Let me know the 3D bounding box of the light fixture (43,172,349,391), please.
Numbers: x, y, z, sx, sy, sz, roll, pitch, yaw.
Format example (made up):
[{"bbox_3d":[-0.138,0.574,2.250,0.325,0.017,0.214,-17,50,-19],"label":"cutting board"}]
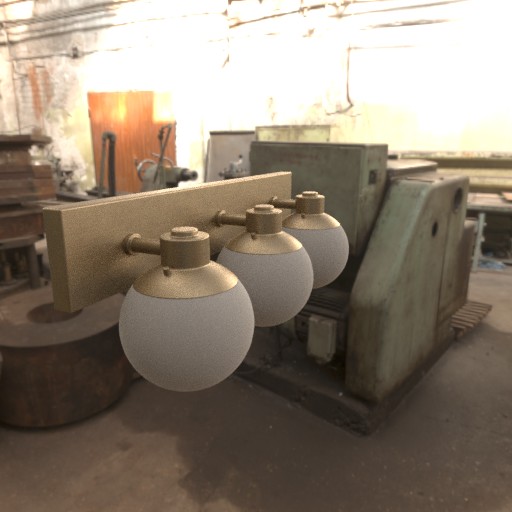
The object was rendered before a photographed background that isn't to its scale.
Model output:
[{"bbox_3d":[0.000,0.000,0.833,0.218,0.263,0.721,7,16,26],"label":"light fixture"}]
